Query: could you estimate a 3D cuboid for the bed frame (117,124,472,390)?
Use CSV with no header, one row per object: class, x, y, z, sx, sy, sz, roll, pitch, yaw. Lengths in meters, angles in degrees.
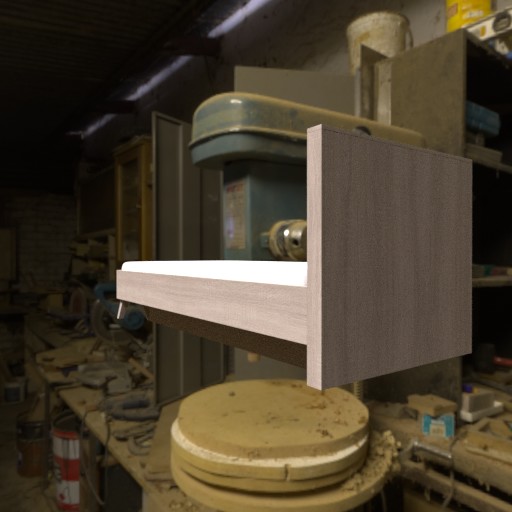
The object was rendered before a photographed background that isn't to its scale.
bed frame,0.000,0.000,2.686,0.990,0.920,2.140,0,0,-36
